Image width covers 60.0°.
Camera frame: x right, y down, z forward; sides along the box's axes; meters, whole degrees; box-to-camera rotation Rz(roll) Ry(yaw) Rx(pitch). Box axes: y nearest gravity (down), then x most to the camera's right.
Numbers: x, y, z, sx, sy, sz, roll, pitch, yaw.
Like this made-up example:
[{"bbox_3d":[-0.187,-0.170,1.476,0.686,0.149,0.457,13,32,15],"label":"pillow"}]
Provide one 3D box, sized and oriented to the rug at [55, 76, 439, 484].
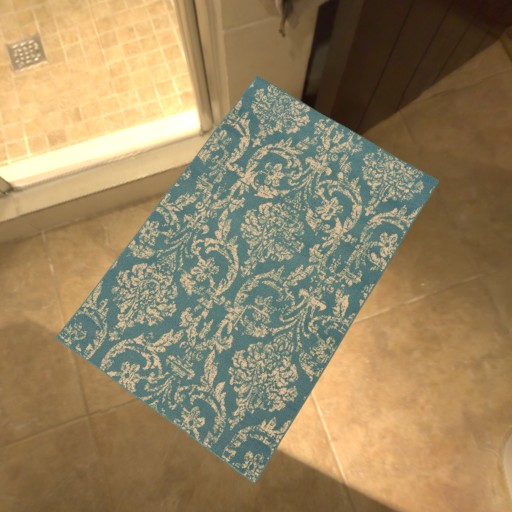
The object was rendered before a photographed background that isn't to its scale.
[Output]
[{"bbox_3d":[0.000,0.000,2.337,1.211,0.012,1.833,33,78,8],"label":"rug"}]
